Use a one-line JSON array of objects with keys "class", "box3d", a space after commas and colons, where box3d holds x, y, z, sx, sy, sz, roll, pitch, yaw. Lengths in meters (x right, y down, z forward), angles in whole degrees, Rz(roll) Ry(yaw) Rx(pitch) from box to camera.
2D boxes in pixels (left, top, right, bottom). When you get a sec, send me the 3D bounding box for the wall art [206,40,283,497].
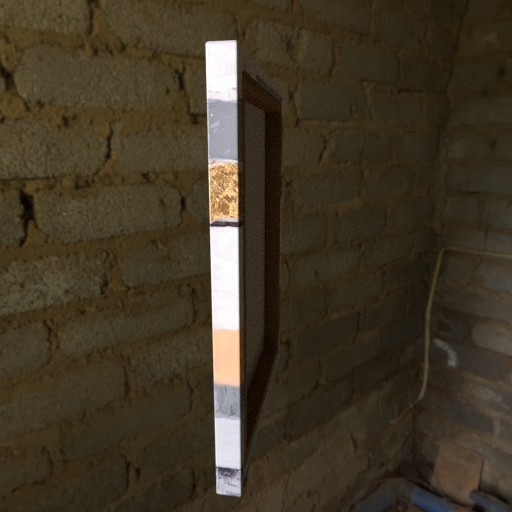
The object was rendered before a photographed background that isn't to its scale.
[{"class": "wall art", "box3d": [0.000, 0.000, 0.791, 0.038, 0.609, 0.456, 2, 14, 10]}]
